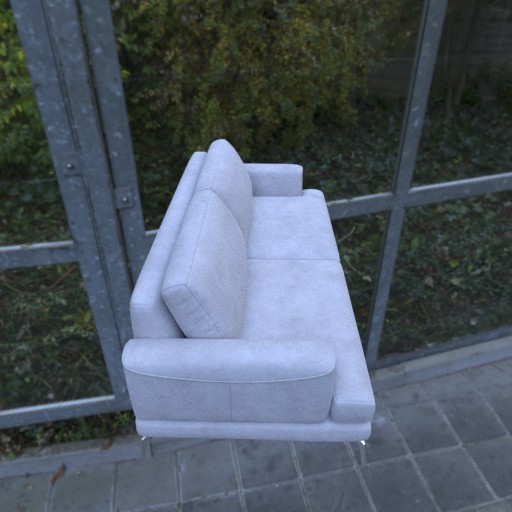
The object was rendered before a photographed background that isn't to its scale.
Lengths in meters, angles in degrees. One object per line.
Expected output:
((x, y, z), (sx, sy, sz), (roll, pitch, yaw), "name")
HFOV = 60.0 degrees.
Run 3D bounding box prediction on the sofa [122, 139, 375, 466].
((0.000, 0.000, 2.494), (0.980, 0.830, 2.013), (1, 32, 1), "sofa")
